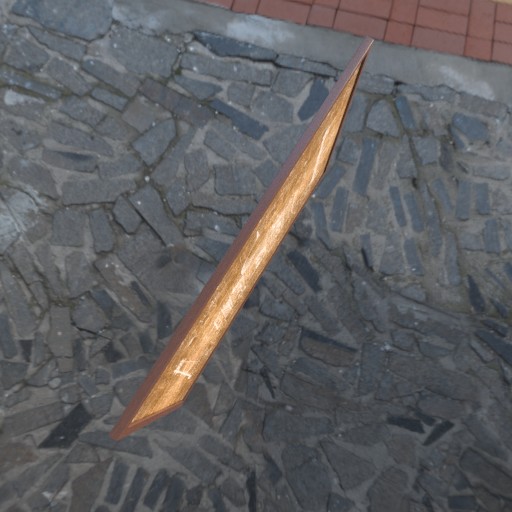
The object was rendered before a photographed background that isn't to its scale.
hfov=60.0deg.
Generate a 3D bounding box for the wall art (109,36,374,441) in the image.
[{"bbox_3d":[0.000,0.000,0.819,0.014,0.455,0.660,31,78,7],"label":"wall art"}]
